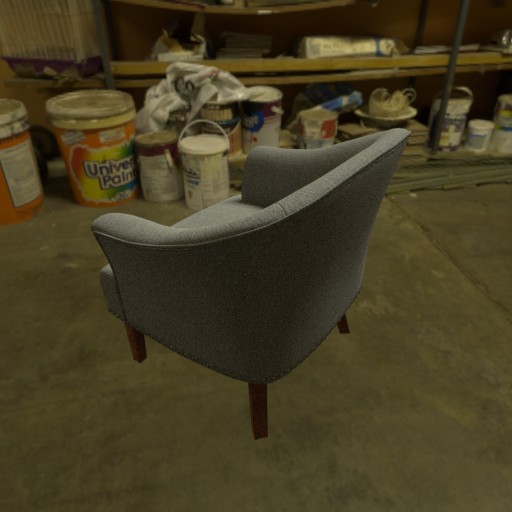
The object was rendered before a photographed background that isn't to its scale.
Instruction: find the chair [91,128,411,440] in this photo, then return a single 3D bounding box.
[{"bbox_3d":[0.000,0.000,1.392,0.704,0.815,0.798,21,38,30],"label":"chair"}]
